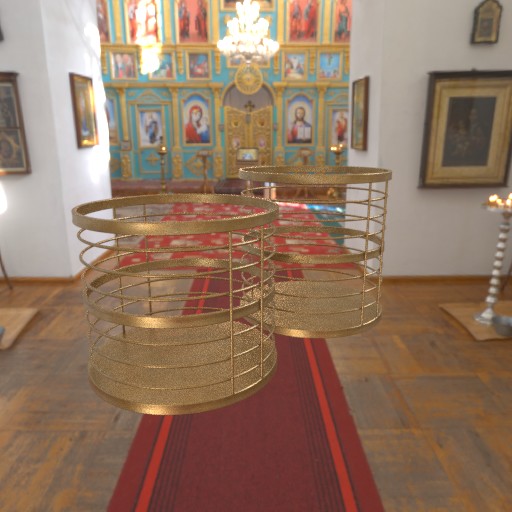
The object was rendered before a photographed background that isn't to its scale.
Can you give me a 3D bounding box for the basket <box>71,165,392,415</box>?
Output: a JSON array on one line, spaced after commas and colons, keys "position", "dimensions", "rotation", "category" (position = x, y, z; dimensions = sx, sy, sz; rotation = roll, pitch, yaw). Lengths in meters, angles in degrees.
[{"position": [0.000, 0.000, 0.954], "dimensions": [0.356, 0.351, 0.746], "rotation": [14, 20, 43], "category": "basket"}]
